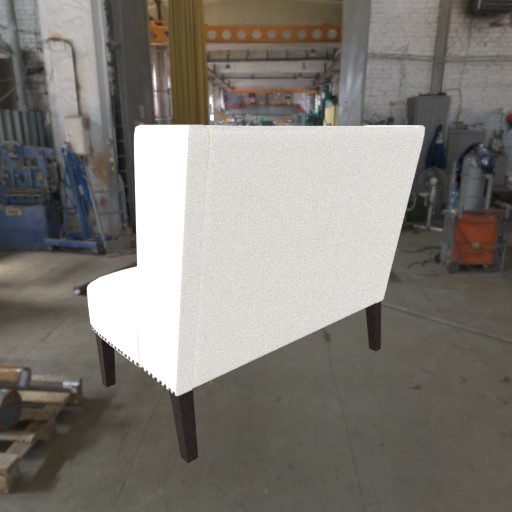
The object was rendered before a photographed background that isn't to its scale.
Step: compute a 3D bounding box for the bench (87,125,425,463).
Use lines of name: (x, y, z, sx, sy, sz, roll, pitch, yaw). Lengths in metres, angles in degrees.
bench: (0.000, 0.000, 1.987, 1.280, 1.123, 0.847, -15, 22, -41)
